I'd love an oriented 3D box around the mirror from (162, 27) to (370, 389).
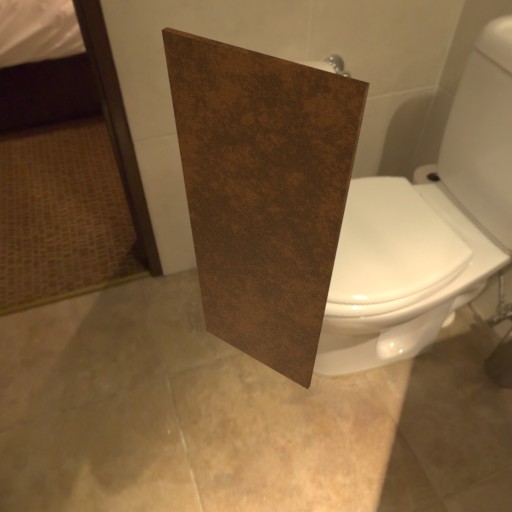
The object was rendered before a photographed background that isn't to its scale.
[{"bbox_3d":[0.000,0.000,2.252,0.812,2.031,0.032,25,52,21],"label":"mirror"}]
